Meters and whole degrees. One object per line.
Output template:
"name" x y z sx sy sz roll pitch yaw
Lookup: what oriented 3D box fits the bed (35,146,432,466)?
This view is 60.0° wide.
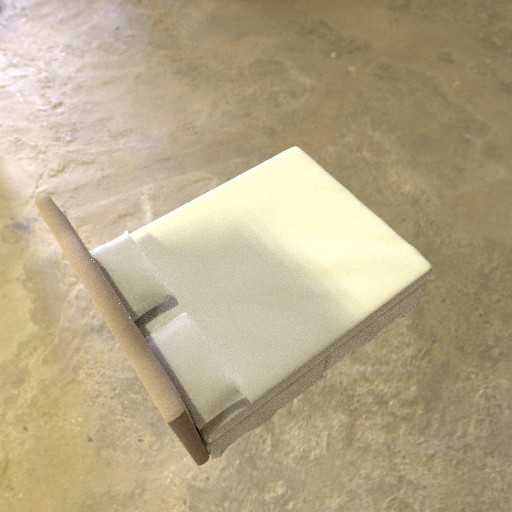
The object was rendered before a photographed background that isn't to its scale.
"bed" 0.000 0.000 3.352 2.282 1.436 1.821 -32 62 -19
